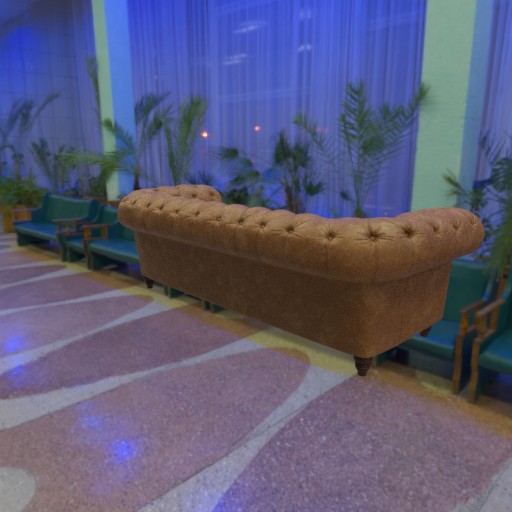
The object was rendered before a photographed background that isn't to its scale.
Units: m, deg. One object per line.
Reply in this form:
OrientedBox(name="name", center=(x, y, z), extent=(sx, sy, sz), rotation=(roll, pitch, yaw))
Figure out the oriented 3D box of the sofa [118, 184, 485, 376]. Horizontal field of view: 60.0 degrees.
OrientedBox(name="sofa", center=(0.000, 0.000, 2.797), extent=(0.989, 0.760, 2.365), rotation=(-13, 19, -43))
